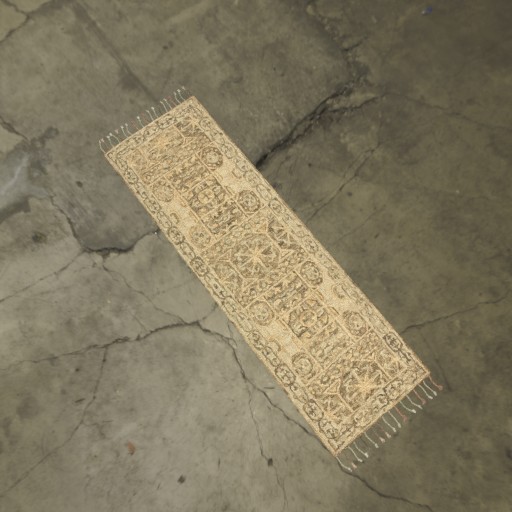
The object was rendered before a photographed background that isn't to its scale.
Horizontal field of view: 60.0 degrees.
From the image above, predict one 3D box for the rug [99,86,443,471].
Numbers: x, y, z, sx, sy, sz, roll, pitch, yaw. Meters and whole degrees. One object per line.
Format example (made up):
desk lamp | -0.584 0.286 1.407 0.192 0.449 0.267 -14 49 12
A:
rug | 0.000 0.000 2.849 0.762 0.011 2.664 -37 77 -10
